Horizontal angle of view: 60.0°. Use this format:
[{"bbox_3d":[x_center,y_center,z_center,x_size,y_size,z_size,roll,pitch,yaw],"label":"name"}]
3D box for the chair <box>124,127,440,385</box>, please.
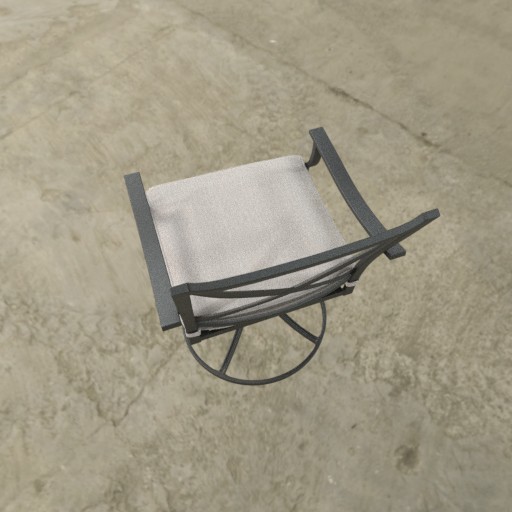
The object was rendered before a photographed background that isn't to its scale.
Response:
[{"bbox_3d":[0.000,0.000,1.259,0.575,0.889,0.620,-16,59,-10],"label":"chair"}]
